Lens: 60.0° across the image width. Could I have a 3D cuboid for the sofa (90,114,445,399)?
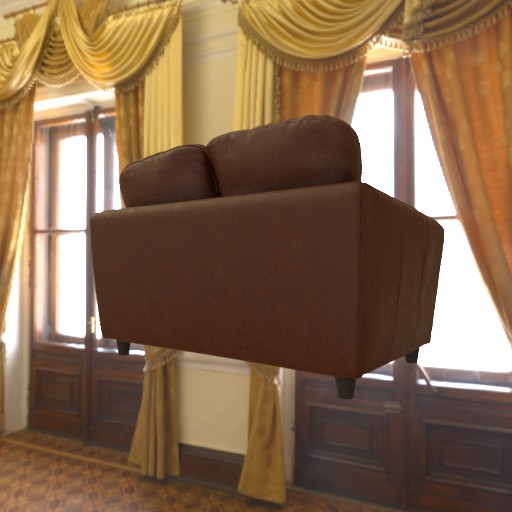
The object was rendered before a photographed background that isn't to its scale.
[{"bbox_3d":[0.000,0.000,1.957,1.406,0.906,0.805,-1,-1,36],"label":"sofa"}]
